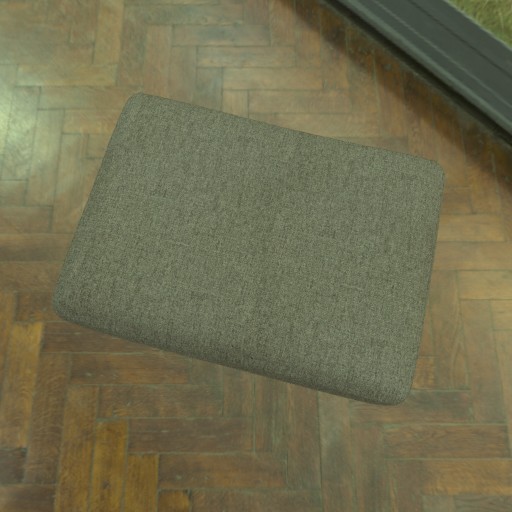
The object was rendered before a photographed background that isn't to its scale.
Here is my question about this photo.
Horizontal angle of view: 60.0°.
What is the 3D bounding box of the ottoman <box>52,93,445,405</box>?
[{"bbox_3d":[0.000,0.000,1.266,0.885,0.478,0.637,14,75,4],"label":"ottoman"}]
